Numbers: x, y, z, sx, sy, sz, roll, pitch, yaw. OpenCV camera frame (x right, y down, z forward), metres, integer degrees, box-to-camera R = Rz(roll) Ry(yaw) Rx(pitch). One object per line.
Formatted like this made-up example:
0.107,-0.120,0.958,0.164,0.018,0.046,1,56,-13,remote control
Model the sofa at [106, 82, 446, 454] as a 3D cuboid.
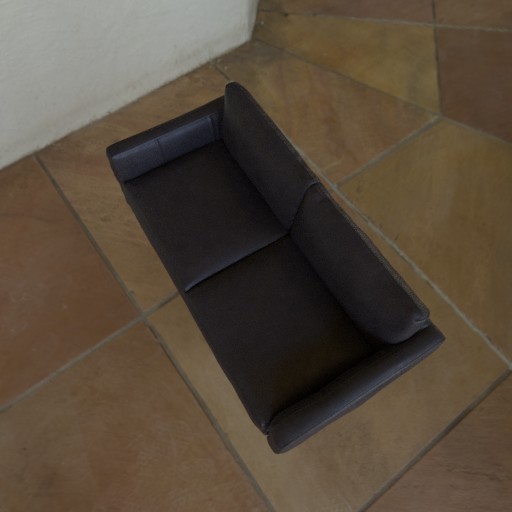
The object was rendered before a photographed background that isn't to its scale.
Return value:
0.000,0.000,2.360,0.947,0.883,1.805,-31,68,-14,sofa
